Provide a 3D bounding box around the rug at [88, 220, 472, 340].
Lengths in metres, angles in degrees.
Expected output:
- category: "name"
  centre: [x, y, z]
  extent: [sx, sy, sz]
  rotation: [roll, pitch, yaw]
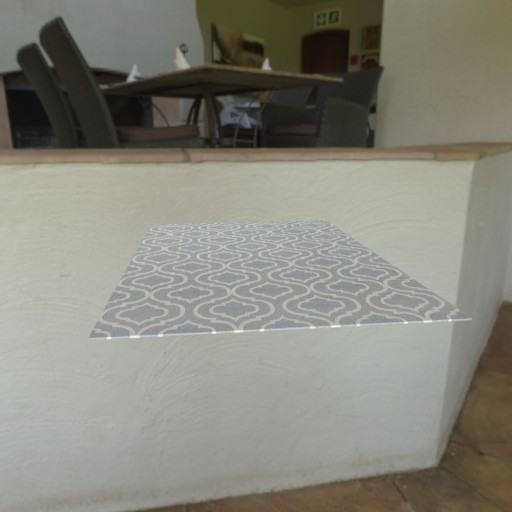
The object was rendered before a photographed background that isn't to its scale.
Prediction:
- category: "rug"
  centre: [0.000, 0.000, 2.642]
  extent: [1.451, 0.010, 2.080]
  rotation: [-2, 15, -7]
